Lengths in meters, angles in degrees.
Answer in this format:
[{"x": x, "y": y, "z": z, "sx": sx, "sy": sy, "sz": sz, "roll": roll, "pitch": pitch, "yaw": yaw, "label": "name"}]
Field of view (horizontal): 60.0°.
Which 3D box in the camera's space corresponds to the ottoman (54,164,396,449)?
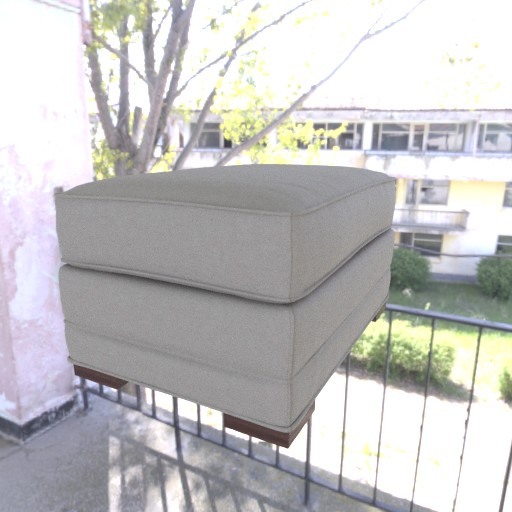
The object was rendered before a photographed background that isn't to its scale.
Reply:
[{"x": 0.000, "y": 0.000, "z": 1.221, "sx": 0.611, "sy": 0.482, "sz": 0.848, "roll": 8, "pitch": 16, "yaw": 27, "label": "ottoman"}]
